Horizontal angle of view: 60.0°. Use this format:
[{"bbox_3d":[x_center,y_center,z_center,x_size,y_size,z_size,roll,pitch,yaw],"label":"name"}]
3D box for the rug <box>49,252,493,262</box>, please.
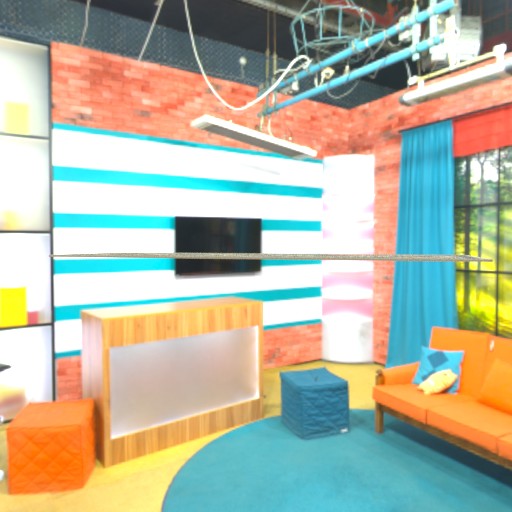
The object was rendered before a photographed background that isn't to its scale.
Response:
[{"bbox_3d":[0.000,0.000,2.524,2.297,0.013,0.661,1,2,17],"label":"rug"}]
